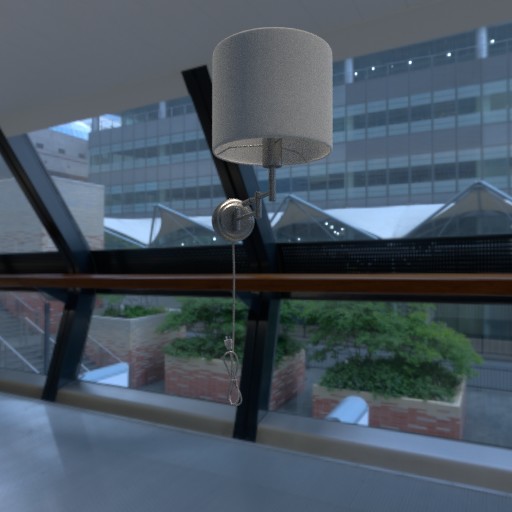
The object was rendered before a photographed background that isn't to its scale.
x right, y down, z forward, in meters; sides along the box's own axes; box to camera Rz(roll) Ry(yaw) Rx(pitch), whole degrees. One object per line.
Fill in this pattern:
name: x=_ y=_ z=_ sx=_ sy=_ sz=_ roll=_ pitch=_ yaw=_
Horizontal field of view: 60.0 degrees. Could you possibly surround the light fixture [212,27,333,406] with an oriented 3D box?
light fixture: x=0.000 y=0.000 z=1.047 sx=0.253 sy=0.842 sz=0.479 roll=0 pitch=-1 yaw=-18
